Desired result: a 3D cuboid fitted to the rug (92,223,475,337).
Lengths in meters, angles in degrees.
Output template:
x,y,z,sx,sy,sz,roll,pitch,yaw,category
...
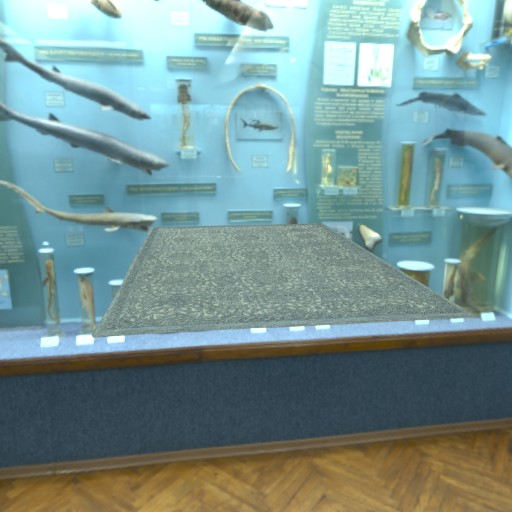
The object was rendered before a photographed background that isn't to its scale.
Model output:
x,y,z,sx,sy,sz,roll,pitch,yaw,category
0.000,0.000,2.259,1.224,0.016,1.830,-2,14,-7,rug
